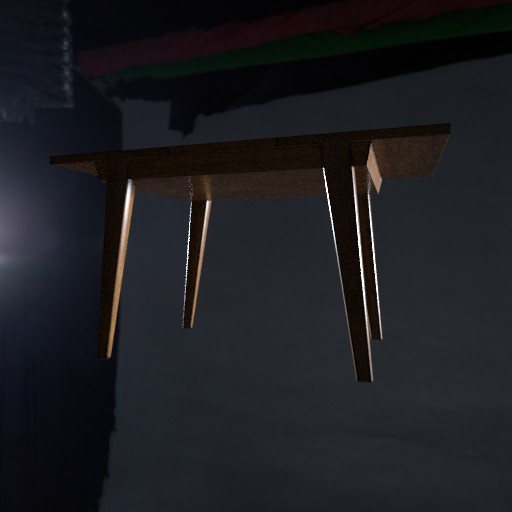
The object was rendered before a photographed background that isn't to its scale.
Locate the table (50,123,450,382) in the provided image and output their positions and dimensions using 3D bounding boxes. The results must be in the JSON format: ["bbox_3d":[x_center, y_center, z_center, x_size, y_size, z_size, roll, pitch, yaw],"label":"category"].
[{"bbox_3d":[0.000,0.000,1.828,1.400,0.760,0.757,0,1,18],"label":"table"}]
